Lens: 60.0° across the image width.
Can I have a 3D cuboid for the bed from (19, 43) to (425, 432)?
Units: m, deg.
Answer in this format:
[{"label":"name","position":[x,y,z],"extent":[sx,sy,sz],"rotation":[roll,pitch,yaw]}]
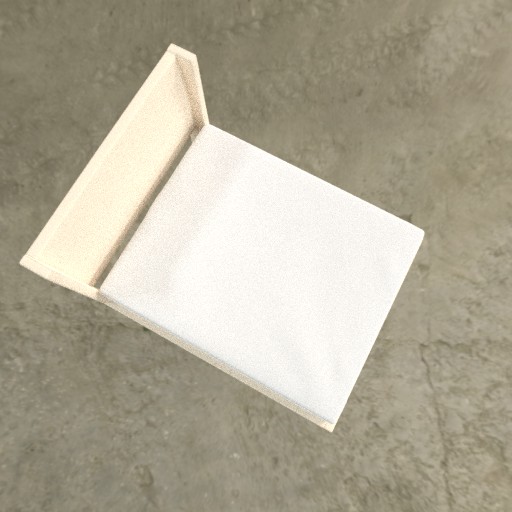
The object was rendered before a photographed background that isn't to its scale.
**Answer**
[{"label":"bed","position":[0.000,0.000,3.409],"extent":[2.280,1.471,1.765],"rotation":[28,78,7]}]
